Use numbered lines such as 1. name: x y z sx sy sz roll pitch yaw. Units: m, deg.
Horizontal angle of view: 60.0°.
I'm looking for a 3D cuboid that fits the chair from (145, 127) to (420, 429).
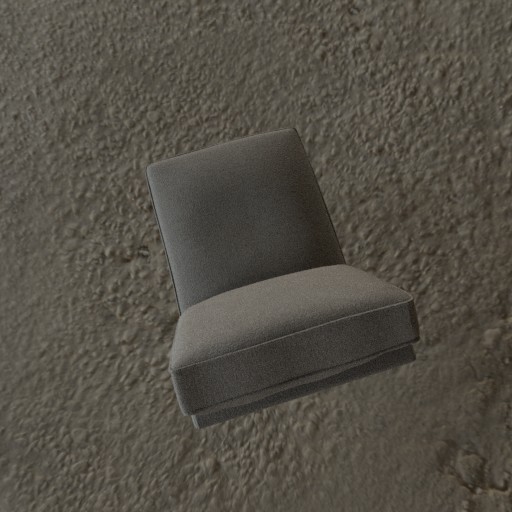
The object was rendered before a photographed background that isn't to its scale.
1. chair: 0.000 0.000 1.555 0.621 0.970 0.938 -16 76 -4
